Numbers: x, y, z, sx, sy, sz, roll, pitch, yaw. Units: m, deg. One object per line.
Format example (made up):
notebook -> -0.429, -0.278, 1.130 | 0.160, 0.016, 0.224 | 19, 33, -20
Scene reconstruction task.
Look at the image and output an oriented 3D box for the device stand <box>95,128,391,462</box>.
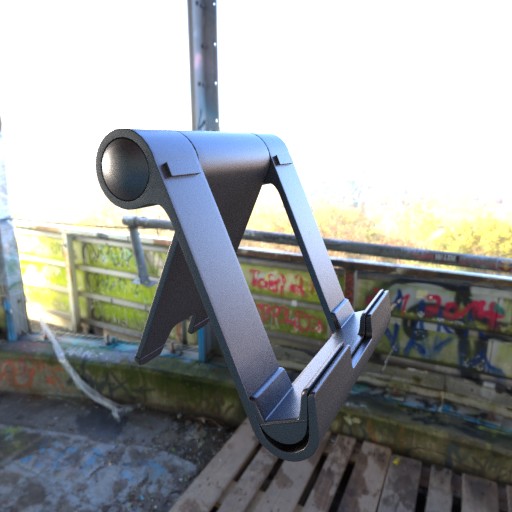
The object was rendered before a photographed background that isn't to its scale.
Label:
device stand -> 0.000, 0.000, 0.154 | 0.079, 0.084, 0.088 | 7, 16, 27
